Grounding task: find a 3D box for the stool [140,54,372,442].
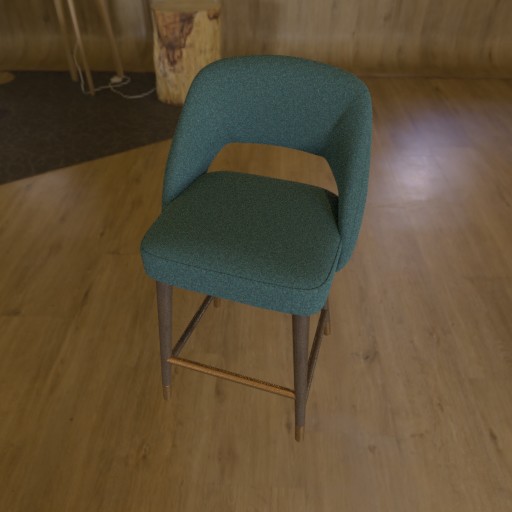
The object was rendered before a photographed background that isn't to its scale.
[{"bbox_3d":[0.000,0.000,1.253,0.536,0.939,0.522,12,43,14],"label":"stool"}]
